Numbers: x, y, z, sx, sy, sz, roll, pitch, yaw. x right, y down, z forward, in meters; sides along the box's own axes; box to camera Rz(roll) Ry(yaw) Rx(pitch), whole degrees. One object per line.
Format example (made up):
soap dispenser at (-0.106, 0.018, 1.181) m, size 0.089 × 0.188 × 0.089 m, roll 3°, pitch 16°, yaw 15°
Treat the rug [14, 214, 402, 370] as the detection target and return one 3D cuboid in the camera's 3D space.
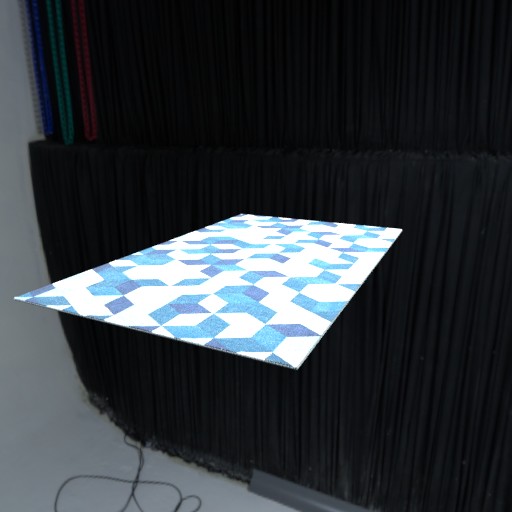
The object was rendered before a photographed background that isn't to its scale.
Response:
rug at (0.000, 0.000, 2.954) m, size 1.518 × 0.015 × 2.438 m, roll 8°, pitch 18°, yaw 25°
